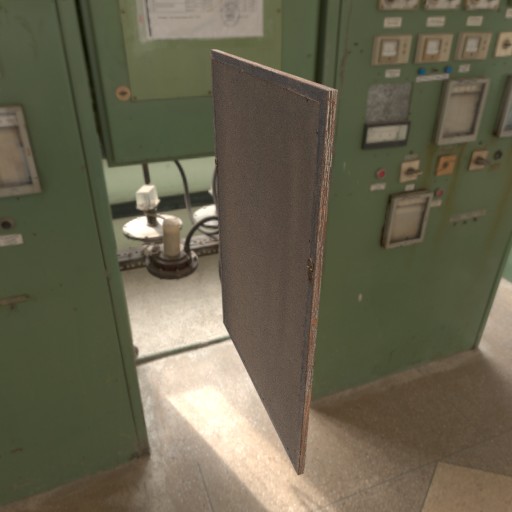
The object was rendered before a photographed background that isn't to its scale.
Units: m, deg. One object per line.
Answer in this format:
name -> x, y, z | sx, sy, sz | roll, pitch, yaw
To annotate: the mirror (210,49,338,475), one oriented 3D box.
mirror -> 0.000, 0.000, 1.244 | 0.025, 0.996, 0.705 | -11, 32, -18
